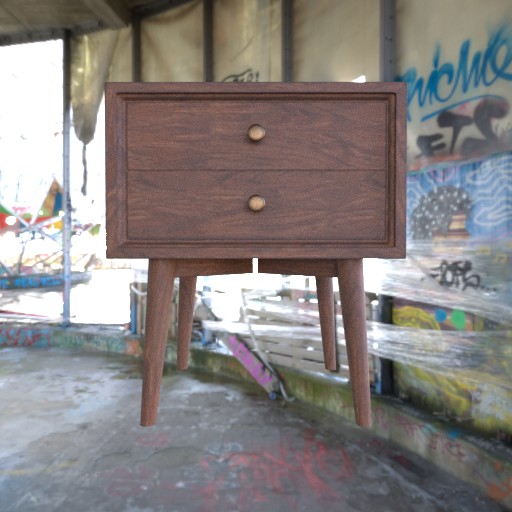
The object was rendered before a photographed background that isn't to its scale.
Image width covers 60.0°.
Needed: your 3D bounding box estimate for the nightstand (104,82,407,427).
[{"bbox_3d":[0.000,0.000,0.977,0.521,0.607,0.445,0,1,0],"label":"nightstand"}]
